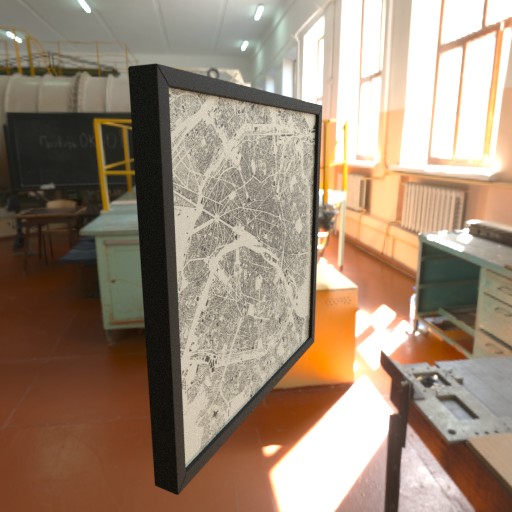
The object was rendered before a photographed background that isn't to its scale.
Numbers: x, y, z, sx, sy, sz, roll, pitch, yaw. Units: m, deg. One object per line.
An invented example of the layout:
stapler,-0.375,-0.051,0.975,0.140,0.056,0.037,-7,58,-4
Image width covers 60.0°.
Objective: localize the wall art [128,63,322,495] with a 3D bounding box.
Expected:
wall art,0.000,0.000,0.726,0.037,0.508,0.508,7,15,26
